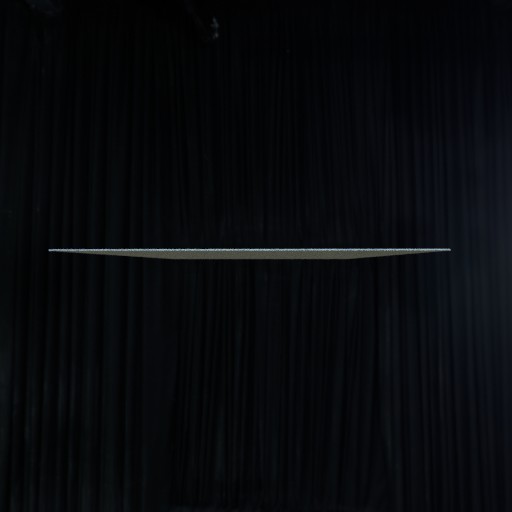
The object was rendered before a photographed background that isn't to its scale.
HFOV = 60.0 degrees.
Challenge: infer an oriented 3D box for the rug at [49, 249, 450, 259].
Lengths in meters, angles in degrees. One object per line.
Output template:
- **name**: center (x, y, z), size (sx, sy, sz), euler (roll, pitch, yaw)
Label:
- **rug**: center (0.000, 0.000, 3.631), size (1.982, 0.006, 2.895), euler (0, -1, 2)
